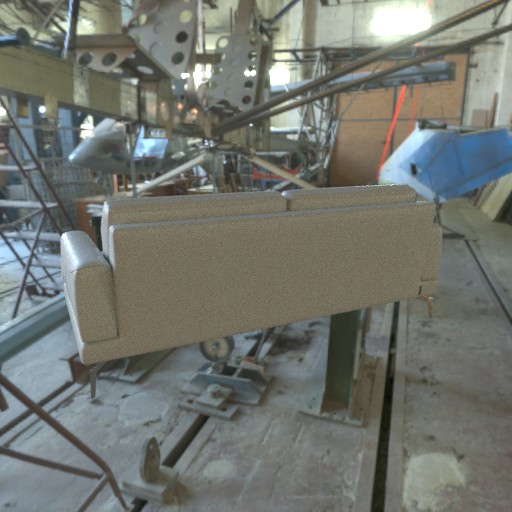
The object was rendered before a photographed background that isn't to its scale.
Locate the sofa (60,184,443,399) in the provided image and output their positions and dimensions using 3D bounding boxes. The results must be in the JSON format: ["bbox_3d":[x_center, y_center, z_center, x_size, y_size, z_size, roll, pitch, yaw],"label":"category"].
[{"bbox_3d":[0.000,0.000,2.429,1.940,0.765,0.974,-7,16,-26],"label":"sofa"}]
